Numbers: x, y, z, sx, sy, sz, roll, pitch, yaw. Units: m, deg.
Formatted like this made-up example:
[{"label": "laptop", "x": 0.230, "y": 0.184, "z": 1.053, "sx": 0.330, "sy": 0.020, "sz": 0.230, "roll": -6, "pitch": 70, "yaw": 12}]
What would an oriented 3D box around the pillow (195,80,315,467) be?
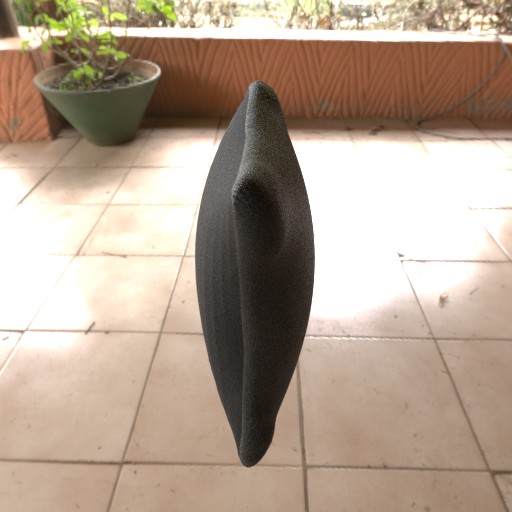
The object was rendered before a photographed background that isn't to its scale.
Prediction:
[{"label": "pillow", "x": 0.000, "y": 0.000, "z": 0.813, "sx": 0.210, "sy": 0.523, "sz": 0.533, "roll": 0, "pitch": 34, "yaw": 1}]
